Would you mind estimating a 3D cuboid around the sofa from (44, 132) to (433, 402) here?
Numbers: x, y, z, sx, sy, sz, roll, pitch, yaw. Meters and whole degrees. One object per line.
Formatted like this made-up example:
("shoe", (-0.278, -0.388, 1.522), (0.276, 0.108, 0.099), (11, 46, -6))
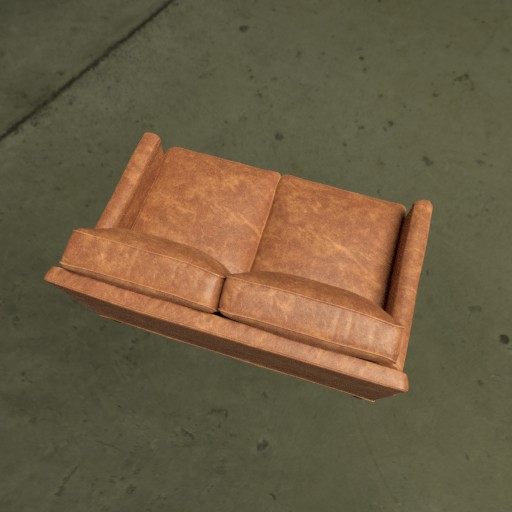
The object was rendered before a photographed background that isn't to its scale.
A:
("sofa", (0.000, 0.000, 2.255), (1.597, 1.003, 1.084), (16, 65, 8))
